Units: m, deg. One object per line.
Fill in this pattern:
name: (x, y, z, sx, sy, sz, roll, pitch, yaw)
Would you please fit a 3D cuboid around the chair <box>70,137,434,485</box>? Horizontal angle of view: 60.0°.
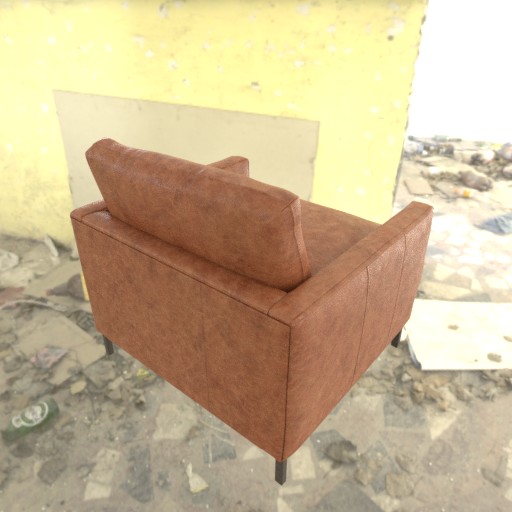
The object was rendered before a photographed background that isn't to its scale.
chair: (0.000, 0.000, 1.604, 0.967, 0.869, 0.862, 22, 36, 34)
